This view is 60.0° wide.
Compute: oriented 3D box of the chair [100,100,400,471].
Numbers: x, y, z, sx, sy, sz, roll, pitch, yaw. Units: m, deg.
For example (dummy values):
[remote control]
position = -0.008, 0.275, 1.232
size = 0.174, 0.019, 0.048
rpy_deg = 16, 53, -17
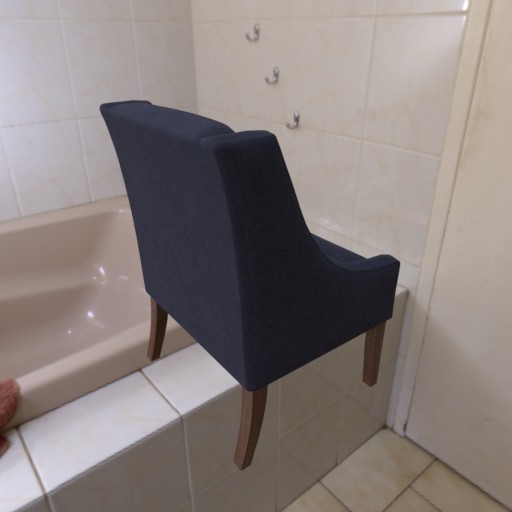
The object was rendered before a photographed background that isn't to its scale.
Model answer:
[chair]
position = 0.000, 0.000, 1.355
size = 0.629, 0.895, 0.629
rpy_deg = -19, 32, -33
